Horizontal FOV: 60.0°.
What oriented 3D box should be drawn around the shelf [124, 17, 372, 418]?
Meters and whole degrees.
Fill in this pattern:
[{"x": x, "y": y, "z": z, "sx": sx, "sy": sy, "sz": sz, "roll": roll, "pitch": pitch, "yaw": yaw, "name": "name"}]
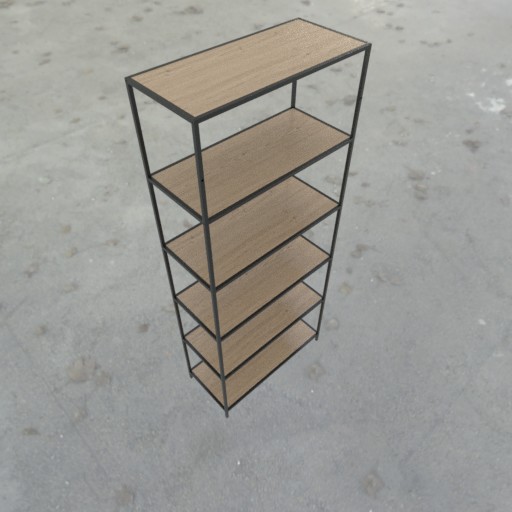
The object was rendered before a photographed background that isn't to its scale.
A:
[{"x": 0.000, "y": 0.000, "z": 2.109, "sx": 0.770, "sy": 1.850, "sz": 0.350, "roll": -34, "pitch": 55, "yaw": -28, "name": "shelf"}]
